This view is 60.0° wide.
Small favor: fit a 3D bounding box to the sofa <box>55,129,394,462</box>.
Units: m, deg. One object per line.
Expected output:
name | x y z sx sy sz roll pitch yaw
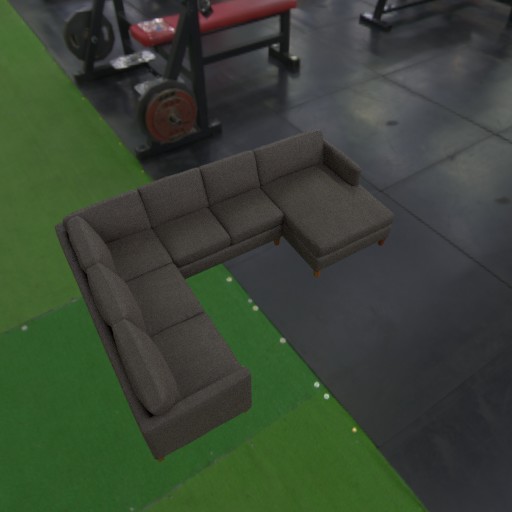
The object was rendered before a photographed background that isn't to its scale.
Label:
sofa | 0.000 0.000 4.700 3.460 0.961 2.594 -24 52 -20
